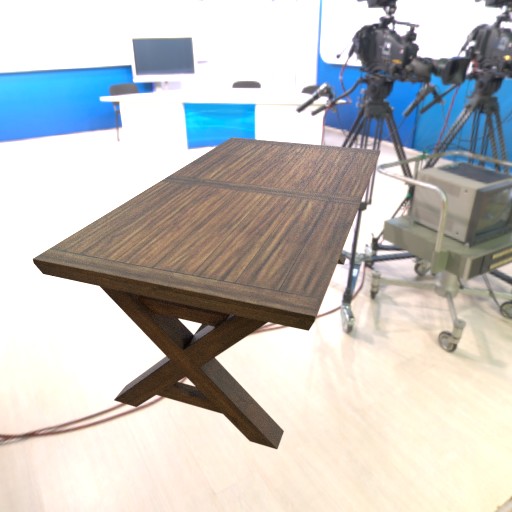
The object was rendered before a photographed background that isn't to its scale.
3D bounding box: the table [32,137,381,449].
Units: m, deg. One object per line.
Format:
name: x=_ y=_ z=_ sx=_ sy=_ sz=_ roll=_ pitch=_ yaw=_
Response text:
table: x=0.000 y=0.000 z=2.493 sx=1.071 sy=0.793 sz=1.966 roll=10 pitch=30 yaw=17
